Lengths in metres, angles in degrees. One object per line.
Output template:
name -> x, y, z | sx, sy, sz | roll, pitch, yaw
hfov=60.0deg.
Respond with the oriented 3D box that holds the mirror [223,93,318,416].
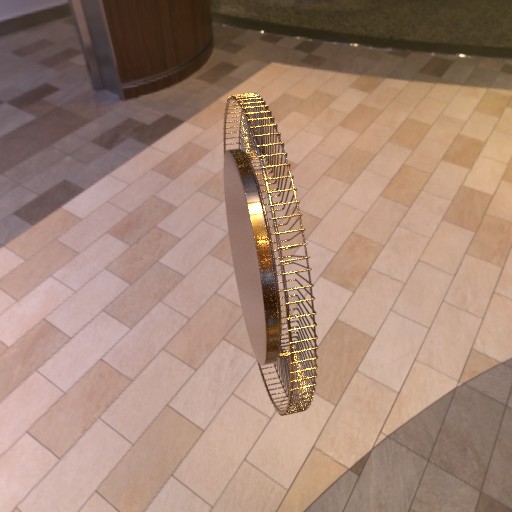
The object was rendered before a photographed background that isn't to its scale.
mirror -> 0.000, 0.000, 1.022 | 0.067, 0.703, 0.703 | -9, 48, -8
